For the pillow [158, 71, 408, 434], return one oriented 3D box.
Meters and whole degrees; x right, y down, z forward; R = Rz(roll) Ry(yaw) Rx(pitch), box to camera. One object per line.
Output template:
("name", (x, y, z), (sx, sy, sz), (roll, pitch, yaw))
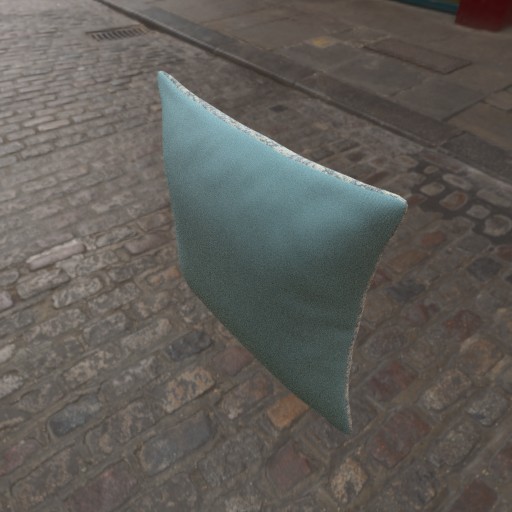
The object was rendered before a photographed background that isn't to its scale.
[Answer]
("pillow", (0.000, 0.000, 0.786), (0.166, 0.507, 0.526), (-28, 48, -28))
